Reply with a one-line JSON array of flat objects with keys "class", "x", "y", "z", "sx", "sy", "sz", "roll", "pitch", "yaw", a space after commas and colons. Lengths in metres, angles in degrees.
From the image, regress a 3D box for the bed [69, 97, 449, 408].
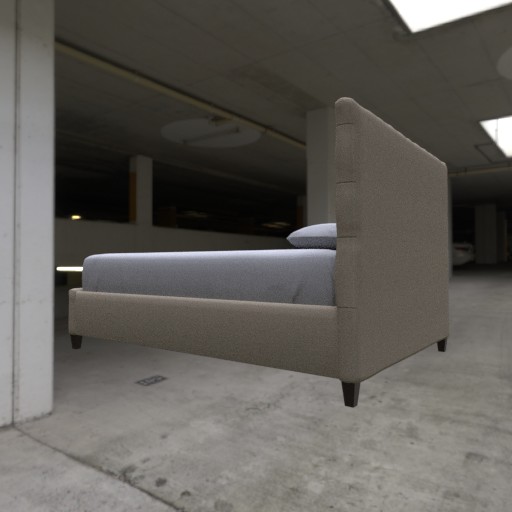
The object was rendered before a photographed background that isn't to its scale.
[{"class": "bed", "x": 0.000, "y": 0.000, "z": 3.379, "sx": 2.387, "sy": 1.427, "sz": 1.698, "roll": -1, "pitch": -1, "yaw": 37}]
